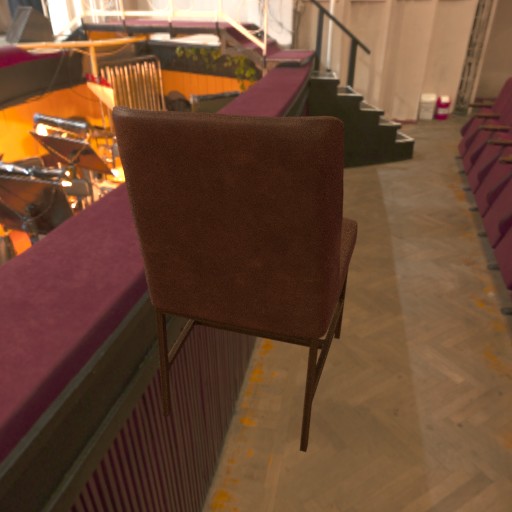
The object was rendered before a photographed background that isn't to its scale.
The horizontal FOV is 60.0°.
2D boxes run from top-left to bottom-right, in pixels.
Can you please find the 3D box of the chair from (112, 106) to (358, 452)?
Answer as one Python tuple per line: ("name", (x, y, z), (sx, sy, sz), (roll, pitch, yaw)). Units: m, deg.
("chair", (0.000, 0.000, 1.230), (0.508, 0.889, 0.587), (9, 31, 15))
